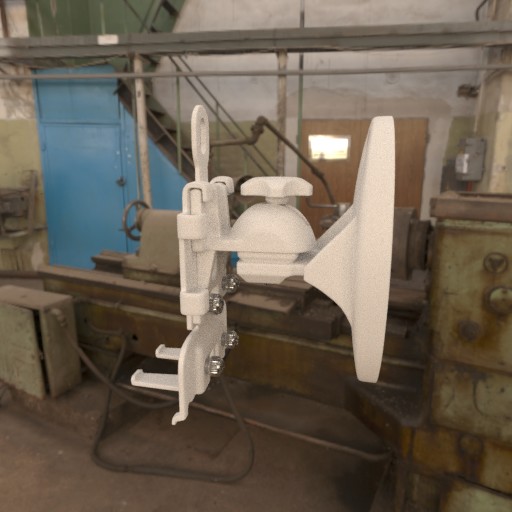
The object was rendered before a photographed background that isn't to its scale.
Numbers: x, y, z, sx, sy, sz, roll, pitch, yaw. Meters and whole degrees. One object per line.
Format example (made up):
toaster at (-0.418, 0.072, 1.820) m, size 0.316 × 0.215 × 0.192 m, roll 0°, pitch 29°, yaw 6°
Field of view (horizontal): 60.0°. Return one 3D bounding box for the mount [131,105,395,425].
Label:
mount at (0.000, 0.000, 0.181) m, size 0.100 × 0.118 × 0.066 m, roll 2°, pitch 13°, yaw 10°
